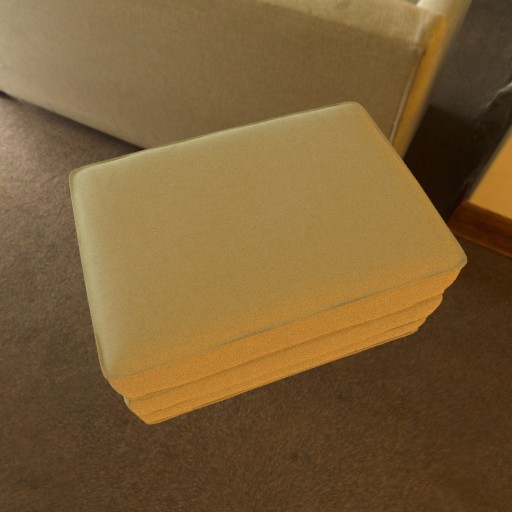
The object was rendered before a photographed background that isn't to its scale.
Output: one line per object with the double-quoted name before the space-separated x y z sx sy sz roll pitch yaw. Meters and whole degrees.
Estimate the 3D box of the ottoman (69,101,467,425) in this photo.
"ottoman" 0.000 0.000 1.226 0.848 0.482 0.611 -17 60 -10
